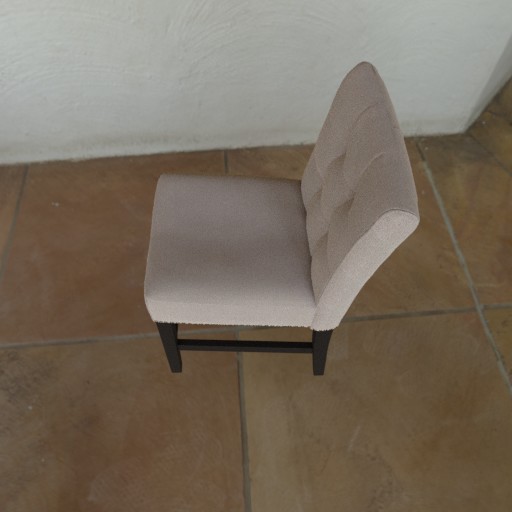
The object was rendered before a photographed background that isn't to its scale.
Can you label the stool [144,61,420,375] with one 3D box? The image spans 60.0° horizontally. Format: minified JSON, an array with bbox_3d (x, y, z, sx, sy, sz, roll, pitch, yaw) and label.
[{"bbox_3d":[0.000,0.000,1.198,0.571,0.885,0.427,-1,58,-1],"label":"stool"}]
